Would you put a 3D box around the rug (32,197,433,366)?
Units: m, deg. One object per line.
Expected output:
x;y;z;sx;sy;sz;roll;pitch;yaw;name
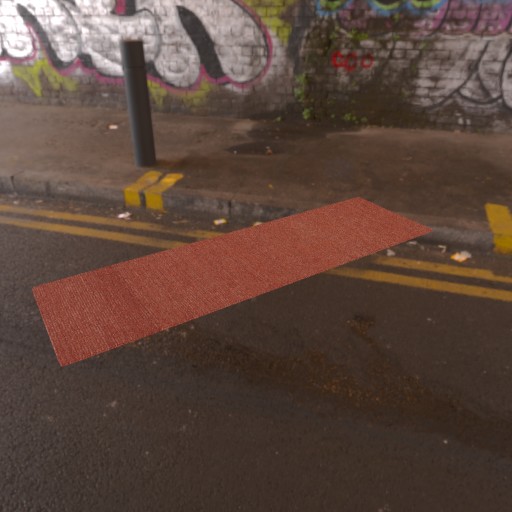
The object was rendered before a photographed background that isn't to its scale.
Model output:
0.000;0.000;2.576;2.307;0.012;0.687;-18;34;-28;rug
